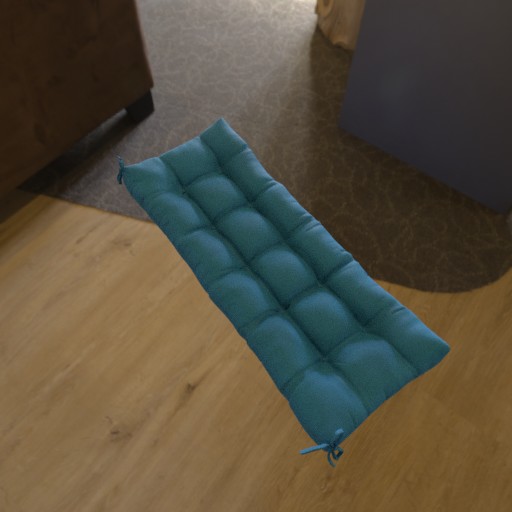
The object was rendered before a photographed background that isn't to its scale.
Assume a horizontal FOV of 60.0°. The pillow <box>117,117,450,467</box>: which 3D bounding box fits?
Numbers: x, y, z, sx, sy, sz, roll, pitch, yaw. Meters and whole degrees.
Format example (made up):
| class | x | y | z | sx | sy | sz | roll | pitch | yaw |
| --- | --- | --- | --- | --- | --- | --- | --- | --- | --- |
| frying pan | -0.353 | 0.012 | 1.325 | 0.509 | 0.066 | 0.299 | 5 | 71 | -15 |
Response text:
| class | x | y | z | sx | sy | sz | roll | pitch | yaw |
| --- | --- | --- | --- | --- | --- | --- | --- | --- | --- |
| pillow | 0.000 | 0.000 | 1.385 | 0.511 | 0.174 | 1.194 | -32 | 64 | -18 |
